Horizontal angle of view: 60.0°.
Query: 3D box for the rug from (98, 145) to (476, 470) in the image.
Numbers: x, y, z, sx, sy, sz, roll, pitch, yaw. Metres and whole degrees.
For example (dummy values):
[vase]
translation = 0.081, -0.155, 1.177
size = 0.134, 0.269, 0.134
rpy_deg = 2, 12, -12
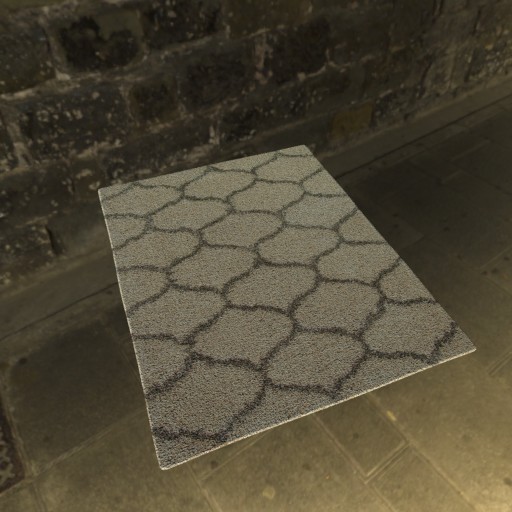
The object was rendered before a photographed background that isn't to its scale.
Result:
[rug]
translation = 0.000, 0.000, 3.974
size = 2.399, 0.026, 3.000
rpy_deg = -15, 48, -14
